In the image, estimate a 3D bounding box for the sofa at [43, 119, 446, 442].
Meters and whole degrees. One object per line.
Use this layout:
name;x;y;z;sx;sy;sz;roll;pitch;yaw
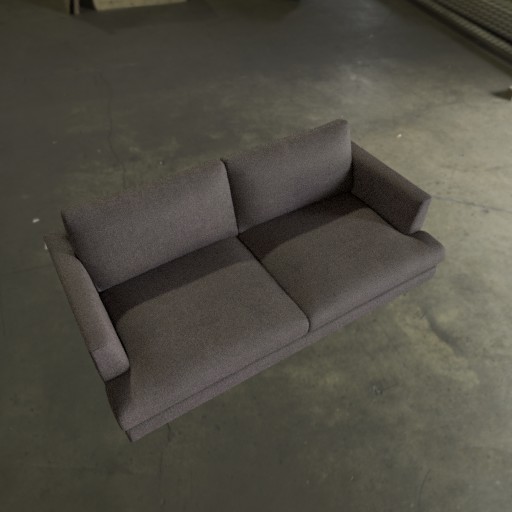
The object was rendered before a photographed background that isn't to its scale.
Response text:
sofa;0.000;0.000;2.452;1.948;0.868;1.020;-23;50;-21
